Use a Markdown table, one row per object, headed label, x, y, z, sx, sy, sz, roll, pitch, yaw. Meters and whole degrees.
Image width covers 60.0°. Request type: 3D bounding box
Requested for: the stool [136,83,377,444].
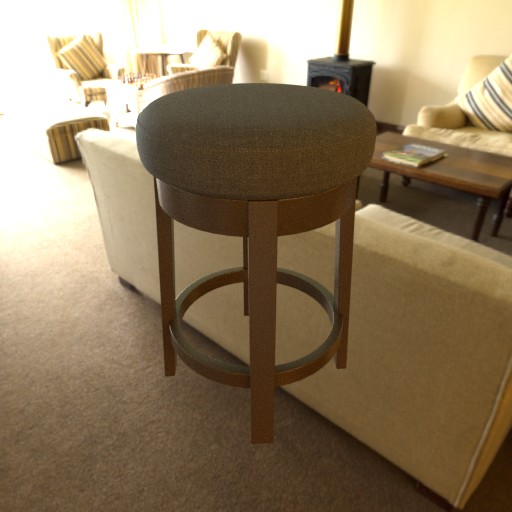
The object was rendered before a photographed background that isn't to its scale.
| label | x | y | z | sx | sy | sz | roll | pitch | yaw |
| --- | --- | --- | --- | --- | --- | --- | --- | --- | --- |
| stool | 0.000 | 0.000 | 0.951 | 0.449 | 0.655 | 0.449 | 0 | 31 | 0 |
